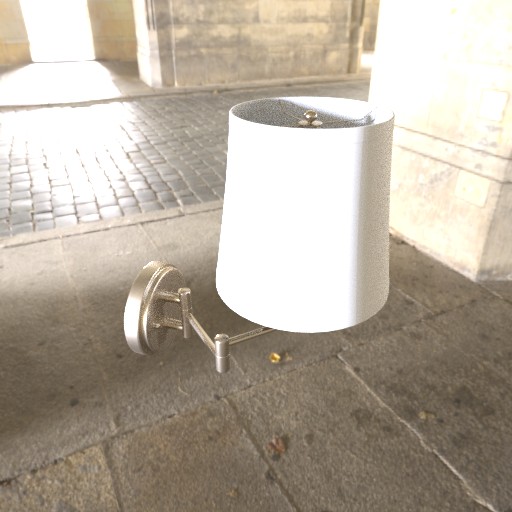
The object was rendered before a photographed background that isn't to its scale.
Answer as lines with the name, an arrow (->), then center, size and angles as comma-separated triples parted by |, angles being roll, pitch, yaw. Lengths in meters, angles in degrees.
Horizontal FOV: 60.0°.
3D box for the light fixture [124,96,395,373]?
light fixture -> 0.000, 0.000, 0.588 | 0.348, 0.381, 0.223 | 9, 30, 15
